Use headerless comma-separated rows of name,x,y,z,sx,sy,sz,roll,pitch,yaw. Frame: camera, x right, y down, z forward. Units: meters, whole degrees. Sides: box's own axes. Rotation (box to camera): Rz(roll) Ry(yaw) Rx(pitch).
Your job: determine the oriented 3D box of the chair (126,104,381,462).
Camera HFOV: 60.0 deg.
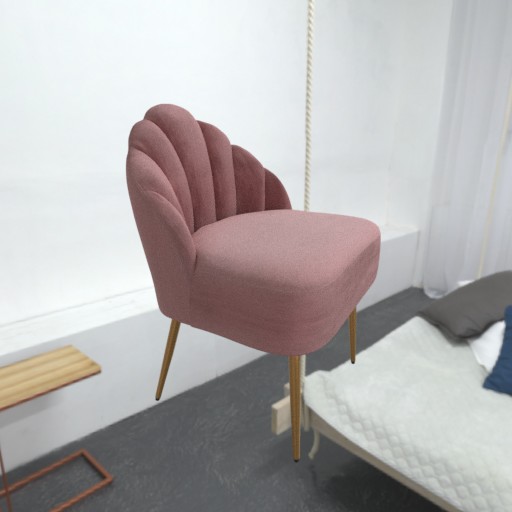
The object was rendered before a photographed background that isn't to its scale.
chair,0.000,0.000,1.248,0.599,0.819,0.657,9,19,26
